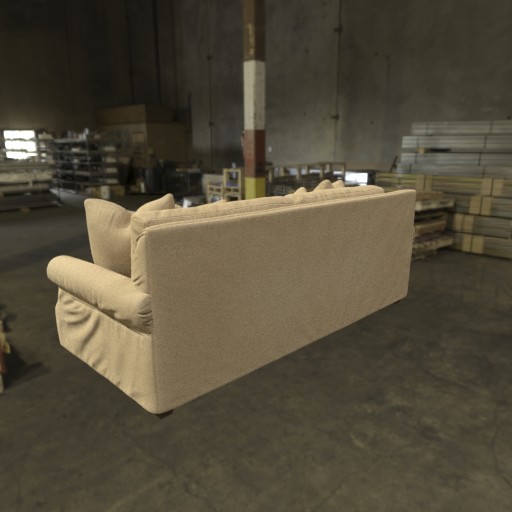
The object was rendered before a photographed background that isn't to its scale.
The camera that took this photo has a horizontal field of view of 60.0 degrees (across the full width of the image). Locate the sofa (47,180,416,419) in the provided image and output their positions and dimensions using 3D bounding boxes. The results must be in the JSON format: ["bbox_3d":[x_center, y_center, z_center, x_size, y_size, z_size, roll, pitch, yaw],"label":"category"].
[{"bbox_3d":[0.000,0.000,2.808,2.285,0.904,1.067,-13,19,-43],"label":"sofa"}]
